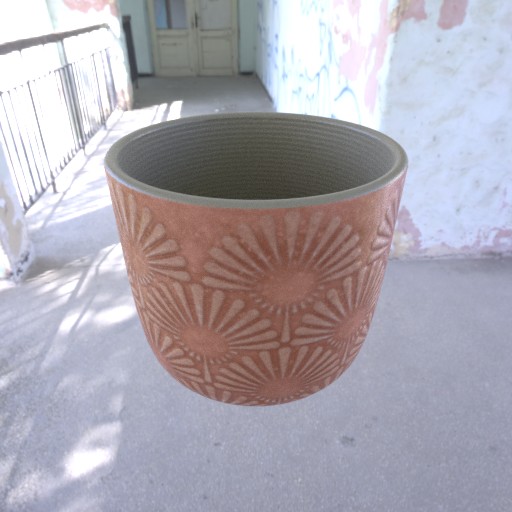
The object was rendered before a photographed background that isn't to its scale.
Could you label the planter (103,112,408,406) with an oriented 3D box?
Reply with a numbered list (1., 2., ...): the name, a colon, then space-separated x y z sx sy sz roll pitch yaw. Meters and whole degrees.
1. planter: 0.000 0.000 0.214 0.124 0.109 0.124 0 31 0
